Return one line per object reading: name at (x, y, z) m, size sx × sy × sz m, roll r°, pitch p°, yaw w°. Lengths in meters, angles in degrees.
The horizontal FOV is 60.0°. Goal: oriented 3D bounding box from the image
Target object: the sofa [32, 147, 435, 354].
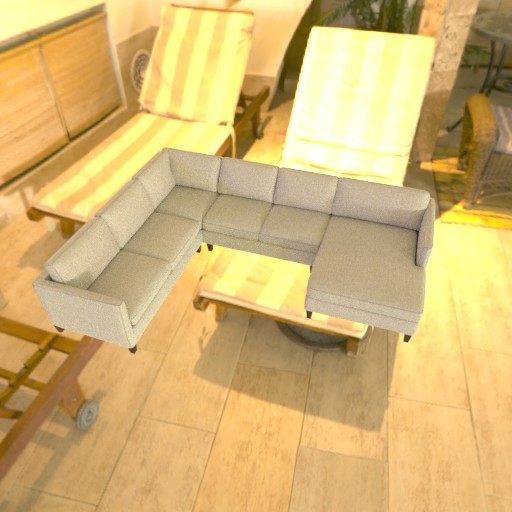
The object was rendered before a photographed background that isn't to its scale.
sofa at (0.000, 0.000, 4.575) m, size 3.403 × 0.889 × 2.551 m, roll 12°, pitch 43°, yaw 14°
